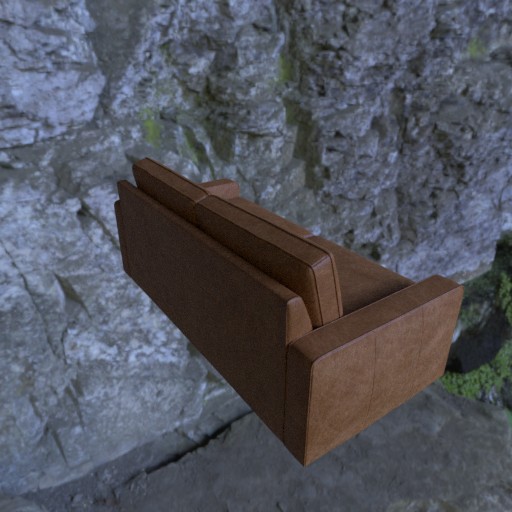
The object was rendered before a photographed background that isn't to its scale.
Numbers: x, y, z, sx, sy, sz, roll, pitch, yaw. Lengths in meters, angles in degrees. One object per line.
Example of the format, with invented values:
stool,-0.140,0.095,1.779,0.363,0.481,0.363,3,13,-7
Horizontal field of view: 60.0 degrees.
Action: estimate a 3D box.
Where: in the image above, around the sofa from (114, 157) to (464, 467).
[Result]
sofa,0.000,0.000,2.673,0.991,0.928,2.156,-18,32,-31
